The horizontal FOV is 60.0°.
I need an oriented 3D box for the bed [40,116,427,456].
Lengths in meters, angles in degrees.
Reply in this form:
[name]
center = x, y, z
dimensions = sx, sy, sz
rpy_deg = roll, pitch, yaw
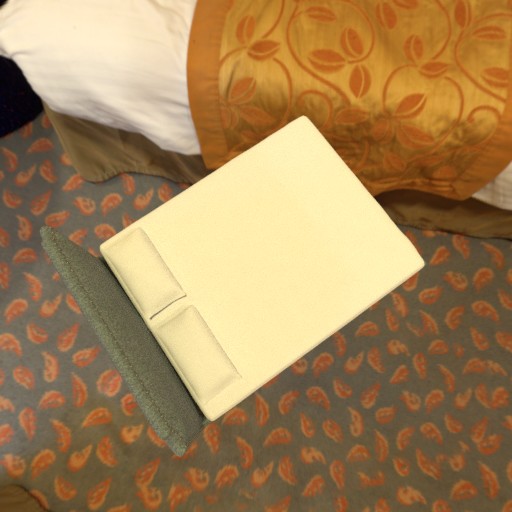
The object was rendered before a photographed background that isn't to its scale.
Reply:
[bed]
center = 0.000, 0.000, 3.487
dimensions = 2.372, 1.443, 1.712
rpy_deg = -34, 79, -8
